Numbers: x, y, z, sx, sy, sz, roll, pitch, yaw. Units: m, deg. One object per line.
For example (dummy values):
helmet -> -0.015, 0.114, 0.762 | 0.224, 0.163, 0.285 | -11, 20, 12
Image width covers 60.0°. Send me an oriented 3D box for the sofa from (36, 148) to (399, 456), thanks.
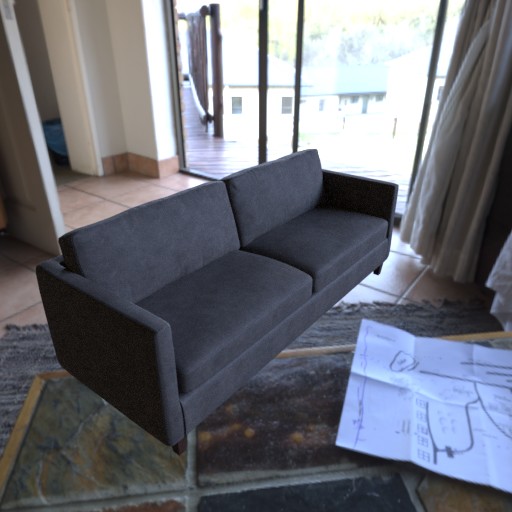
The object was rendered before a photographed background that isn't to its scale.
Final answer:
sofa -> 0.000, 0.000, 2.909 | 0.951, 0.965, 2.434 | 19, 33, 33
